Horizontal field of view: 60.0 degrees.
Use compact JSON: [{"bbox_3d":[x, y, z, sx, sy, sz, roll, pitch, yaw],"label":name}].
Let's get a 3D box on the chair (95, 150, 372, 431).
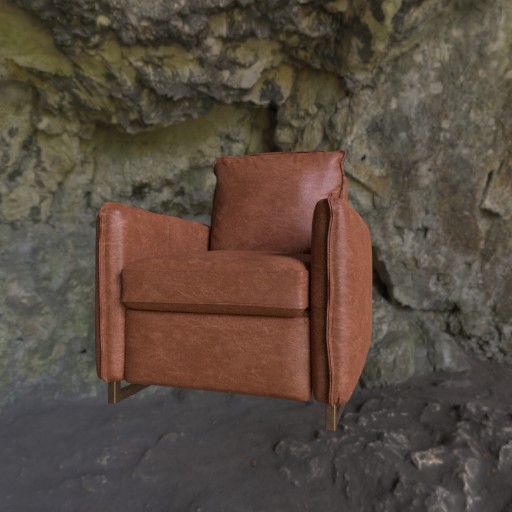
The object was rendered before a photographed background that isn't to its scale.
[{"bbox_3d":[0.000,0.000,1.664,0.830,0.922,0.922,0,0,18],"label":"chair"}]
